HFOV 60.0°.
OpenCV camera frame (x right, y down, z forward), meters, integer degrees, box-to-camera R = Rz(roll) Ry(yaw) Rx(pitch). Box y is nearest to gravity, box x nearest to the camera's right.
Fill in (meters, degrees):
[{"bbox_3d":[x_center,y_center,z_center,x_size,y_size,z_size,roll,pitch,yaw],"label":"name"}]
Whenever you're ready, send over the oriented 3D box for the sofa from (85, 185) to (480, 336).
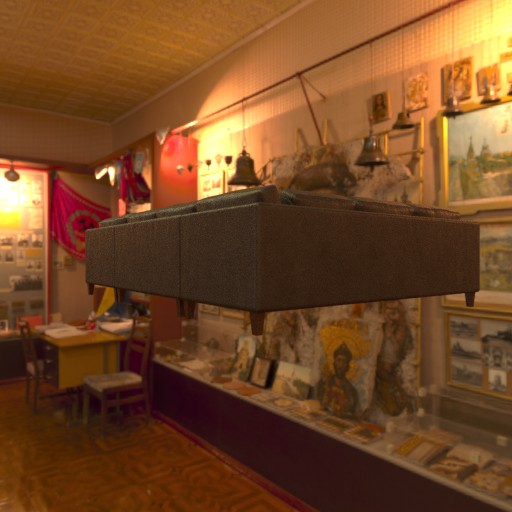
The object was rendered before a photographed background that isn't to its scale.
[{"bbox_3d":[0.000,0.000,4.496,2.452,0.891,3.324,0,0,-36],"label":"sofa"}]
